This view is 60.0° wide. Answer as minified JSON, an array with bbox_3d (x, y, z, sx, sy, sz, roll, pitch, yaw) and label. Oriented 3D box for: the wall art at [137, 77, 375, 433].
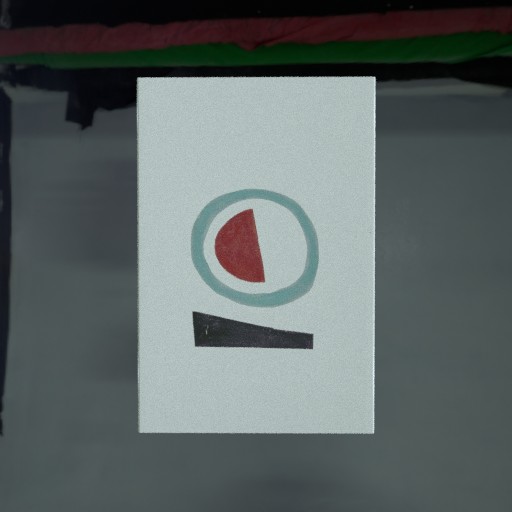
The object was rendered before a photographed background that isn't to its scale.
[{"bbox_3d":[0.000,0.000,1.141,0.602,0.902,0.048,0,1,1],"label":"wall art"}]
